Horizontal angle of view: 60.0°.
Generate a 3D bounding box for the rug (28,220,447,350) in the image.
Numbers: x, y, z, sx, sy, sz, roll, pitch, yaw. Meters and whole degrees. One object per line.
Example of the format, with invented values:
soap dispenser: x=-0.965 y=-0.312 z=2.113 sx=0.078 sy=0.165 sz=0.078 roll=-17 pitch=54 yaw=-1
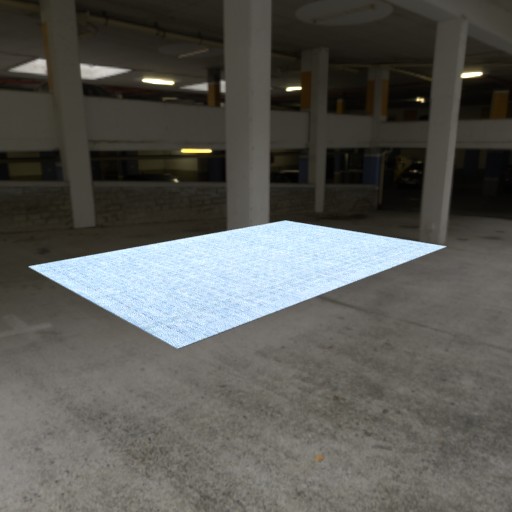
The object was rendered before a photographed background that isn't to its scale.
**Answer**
rug: x=0.000 y=0.000 z=2.880 sx=2.286 sy=0.006 sz=1.522 roll=-14 pitch=20 yaw=-43
